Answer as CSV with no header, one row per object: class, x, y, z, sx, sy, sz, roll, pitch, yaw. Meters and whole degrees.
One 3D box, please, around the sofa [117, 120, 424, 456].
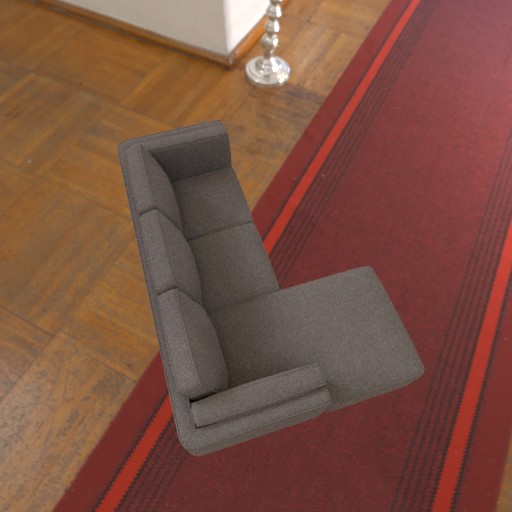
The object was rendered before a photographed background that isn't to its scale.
sofa,0.000,0.000,3.301,1.604,0.929,2.411,-15,60,-9
